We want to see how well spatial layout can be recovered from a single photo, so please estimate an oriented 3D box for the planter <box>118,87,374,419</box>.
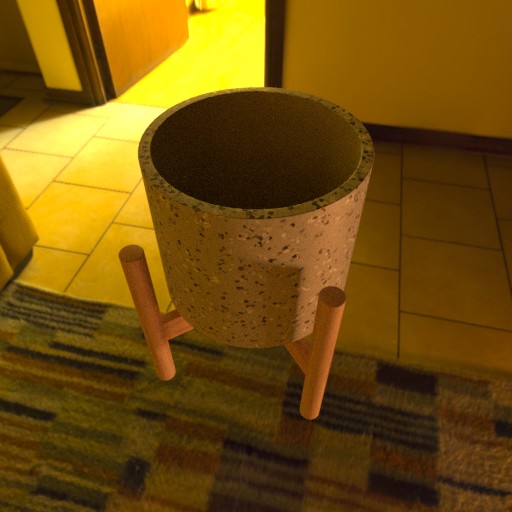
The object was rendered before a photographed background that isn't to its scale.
[{"bbox_3d":[0.000,0.000,0.539,0.284,0.320,0.284,-5,47,-5],"label":"planter"}]
